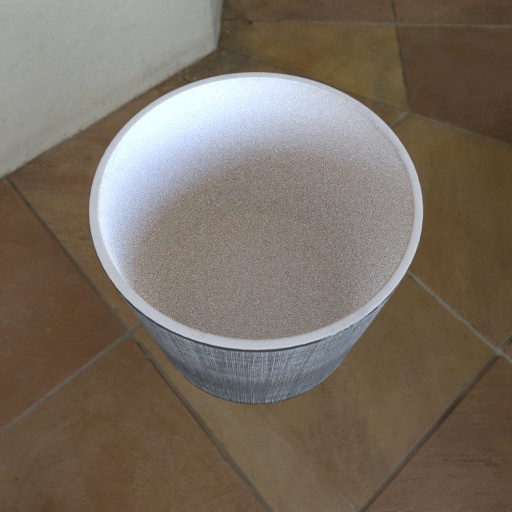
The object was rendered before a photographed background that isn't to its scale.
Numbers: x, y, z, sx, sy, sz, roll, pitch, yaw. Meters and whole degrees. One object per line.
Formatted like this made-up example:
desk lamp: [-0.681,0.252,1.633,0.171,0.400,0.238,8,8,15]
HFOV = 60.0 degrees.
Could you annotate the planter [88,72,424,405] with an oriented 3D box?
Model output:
planter: [0.000,0.000,0.385,0.221,0.201,0.221,0,63,0]
